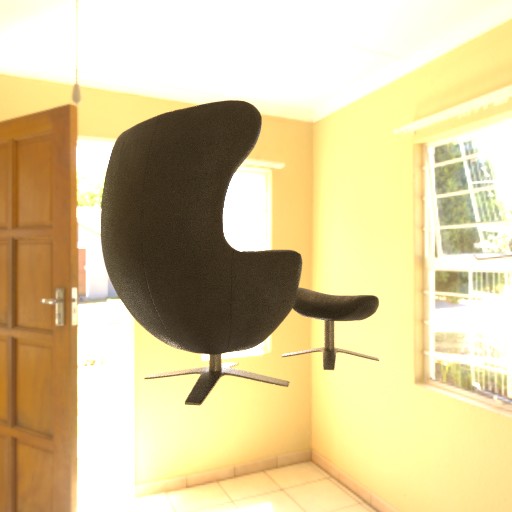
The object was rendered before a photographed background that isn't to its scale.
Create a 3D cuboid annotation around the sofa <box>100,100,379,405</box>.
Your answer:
[{"bbox_3d":[0.000,0.000,2.149,1.444,1.135,0.894,0,0,-35],"label":"sofa"}]
